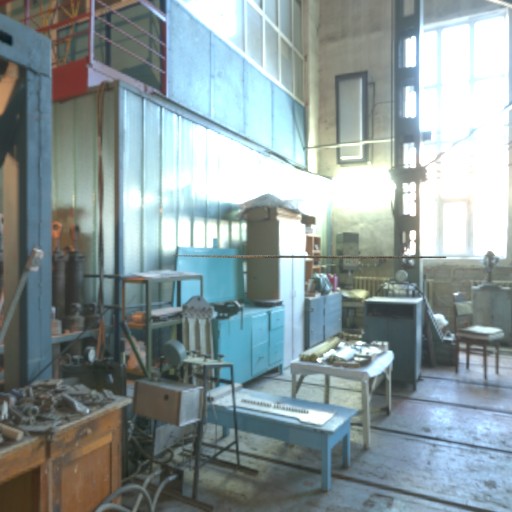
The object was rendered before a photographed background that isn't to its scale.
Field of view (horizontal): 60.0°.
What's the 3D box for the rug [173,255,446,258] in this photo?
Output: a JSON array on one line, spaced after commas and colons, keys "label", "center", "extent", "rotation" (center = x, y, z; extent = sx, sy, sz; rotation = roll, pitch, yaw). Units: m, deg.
[{"label": "rug", "center": [0.000, 0.000, 2.666], "extent": [0.706, 0.009, 2.443], "rotation": [0, 0, -17]}]
